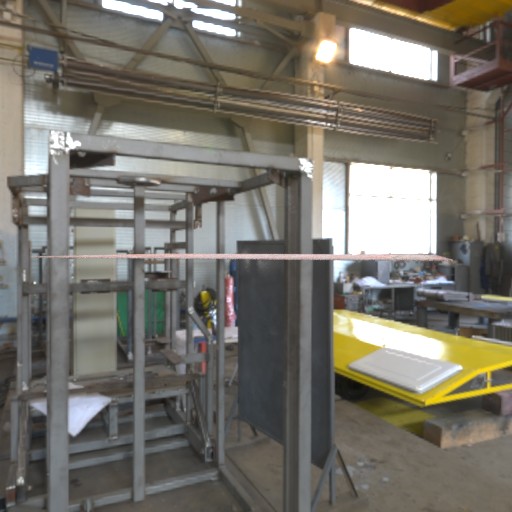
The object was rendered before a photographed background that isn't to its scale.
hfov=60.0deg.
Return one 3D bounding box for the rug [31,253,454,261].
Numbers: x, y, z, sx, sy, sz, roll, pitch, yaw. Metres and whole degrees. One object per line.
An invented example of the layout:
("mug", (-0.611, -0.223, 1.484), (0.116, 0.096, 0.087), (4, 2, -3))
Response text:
("rug", (0.000, 0.000, 2.359), (1.829, 0.005, 1.219), (0, 1, 19))
